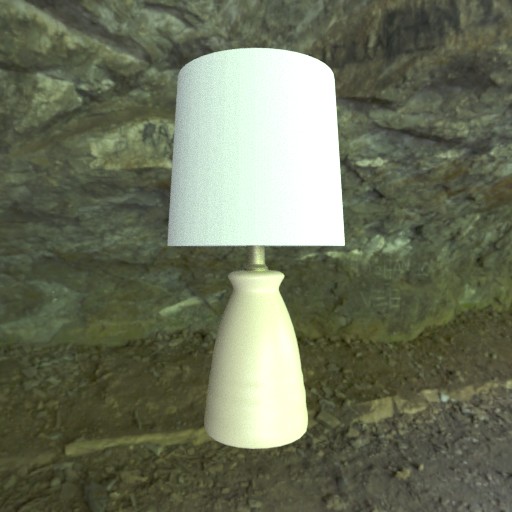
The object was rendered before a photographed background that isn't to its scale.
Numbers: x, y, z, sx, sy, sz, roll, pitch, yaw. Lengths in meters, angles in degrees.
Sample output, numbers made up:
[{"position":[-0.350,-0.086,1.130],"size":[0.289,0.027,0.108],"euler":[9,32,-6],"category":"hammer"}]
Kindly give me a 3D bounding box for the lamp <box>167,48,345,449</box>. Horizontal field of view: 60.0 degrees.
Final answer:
[{"position":[0.000,0.000,0.475],"size":[0.186,0.369,0.186],"euler":[0,1,0],"category":"lamp"}]
